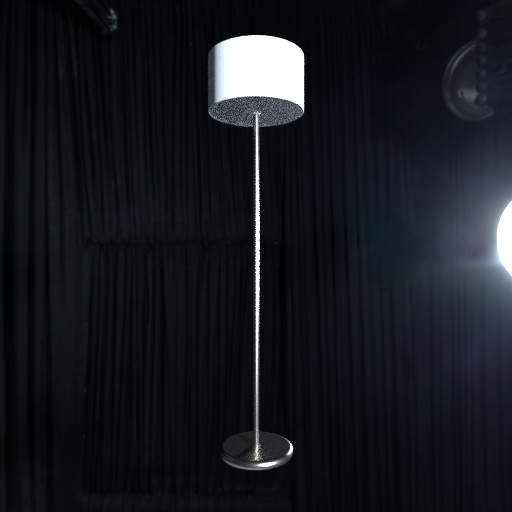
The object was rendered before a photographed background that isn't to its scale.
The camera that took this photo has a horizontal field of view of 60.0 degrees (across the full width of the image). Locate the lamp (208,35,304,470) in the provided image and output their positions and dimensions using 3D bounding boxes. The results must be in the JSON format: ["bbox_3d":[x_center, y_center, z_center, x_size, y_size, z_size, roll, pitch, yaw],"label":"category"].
[{"bbox_3d":[0.000,0.000,1.624,0.347,1.443,0.347,0,0,-1],"label":"lamp"}]
